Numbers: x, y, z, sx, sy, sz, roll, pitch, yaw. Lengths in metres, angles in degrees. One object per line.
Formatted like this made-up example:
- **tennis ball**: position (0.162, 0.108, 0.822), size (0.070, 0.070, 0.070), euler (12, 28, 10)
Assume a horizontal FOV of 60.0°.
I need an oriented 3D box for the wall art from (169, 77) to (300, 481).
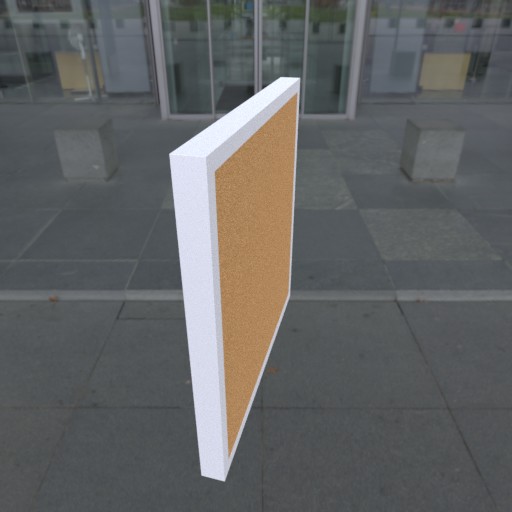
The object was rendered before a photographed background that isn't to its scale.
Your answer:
- **wall art**: position (0.000, 0.000, 0.767), size (0.038, 0.508, 0.507), euler (8, 31, 13)
